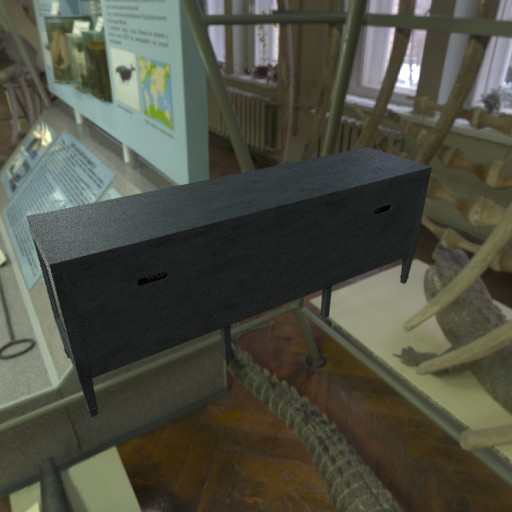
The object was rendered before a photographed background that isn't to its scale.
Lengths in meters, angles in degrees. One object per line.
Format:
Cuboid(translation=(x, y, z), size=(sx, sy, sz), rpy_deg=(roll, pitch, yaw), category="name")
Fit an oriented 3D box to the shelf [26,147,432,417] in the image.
Cuboid(translation=(0.000, 0.000, 2.211), size=(1.878, 0.715, 0.471), rpy_deg=(-17, 33, -28), category="shelf")
